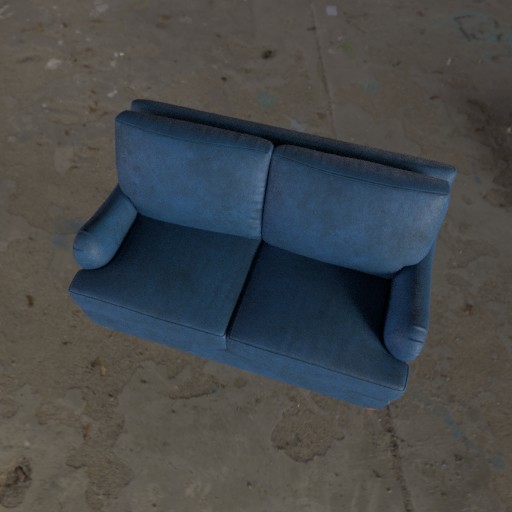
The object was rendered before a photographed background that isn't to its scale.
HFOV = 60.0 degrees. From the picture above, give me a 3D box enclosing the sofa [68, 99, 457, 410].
[{"bbox_3d":[0.000,0.000,2.474,1.853,1.101,1.084,15,59,9],"label":"sofa"}]
